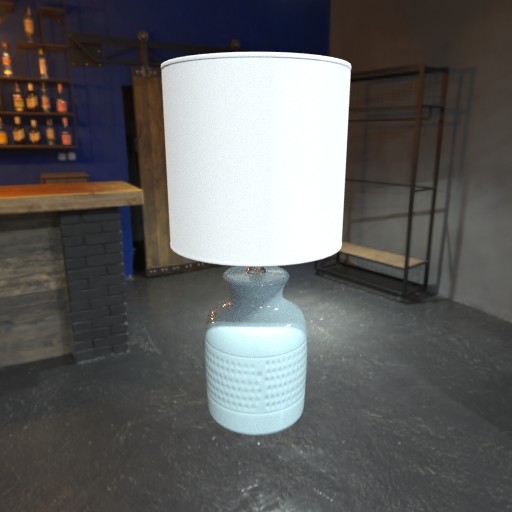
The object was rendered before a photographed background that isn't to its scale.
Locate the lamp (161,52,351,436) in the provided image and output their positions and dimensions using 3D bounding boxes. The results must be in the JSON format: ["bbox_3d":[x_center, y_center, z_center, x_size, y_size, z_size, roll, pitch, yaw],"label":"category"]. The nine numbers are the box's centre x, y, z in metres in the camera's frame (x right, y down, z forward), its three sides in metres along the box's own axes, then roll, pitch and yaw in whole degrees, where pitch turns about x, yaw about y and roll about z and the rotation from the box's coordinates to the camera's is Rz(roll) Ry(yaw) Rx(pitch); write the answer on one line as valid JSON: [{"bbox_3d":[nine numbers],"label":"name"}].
[{"bbox_3d":[0.000,0.000,1.108,0.418,0.871,0.418,-7,17,-25],"label":"lamp"}]
